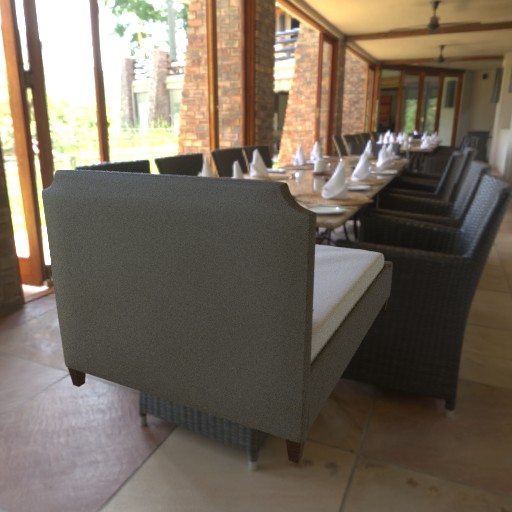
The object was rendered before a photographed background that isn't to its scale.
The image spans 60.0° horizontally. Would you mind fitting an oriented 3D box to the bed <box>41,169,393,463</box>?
[{"bbox_3d":[0.000,0.000,3.410,1.712,1.443,2.372,8,18,26],"label":"bed"}]
